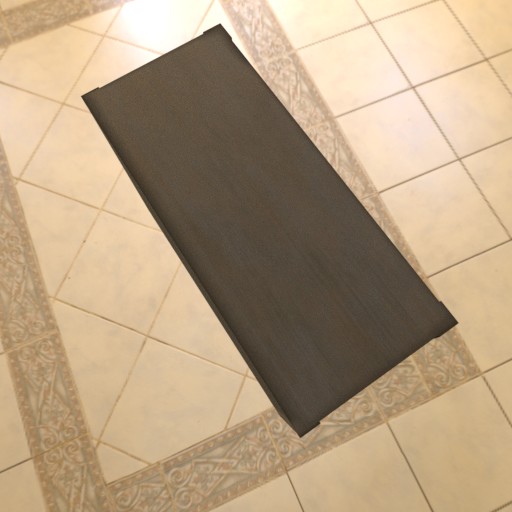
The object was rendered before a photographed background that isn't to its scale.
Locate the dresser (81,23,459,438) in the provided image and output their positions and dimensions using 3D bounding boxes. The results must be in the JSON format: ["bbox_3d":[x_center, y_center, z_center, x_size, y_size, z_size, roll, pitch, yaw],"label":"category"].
[{"bbox_3d":[0.000,0.000,1.600,0.463,0.986,1.049,-32,76,-9],"label":"dresser"}]
